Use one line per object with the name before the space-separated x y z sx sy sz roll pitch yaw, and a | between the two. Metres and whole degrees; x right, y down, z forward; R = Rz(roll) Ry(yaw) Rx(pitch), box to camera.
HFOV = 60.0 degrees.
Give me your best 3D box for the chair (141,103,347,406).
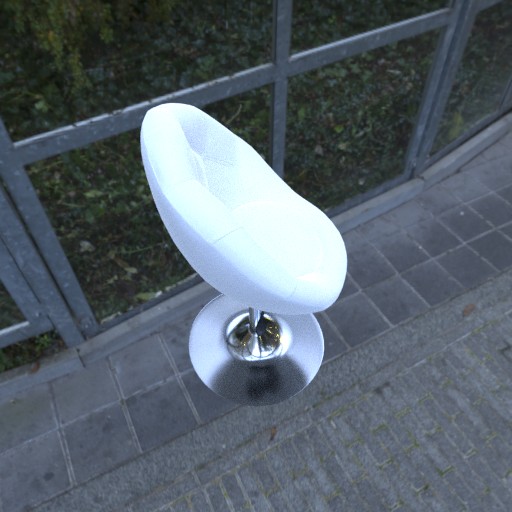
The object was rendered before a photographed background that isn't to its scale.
chair | 0.000 0.000 1.847 0.736 1.261 0.940 -11 47 -10
